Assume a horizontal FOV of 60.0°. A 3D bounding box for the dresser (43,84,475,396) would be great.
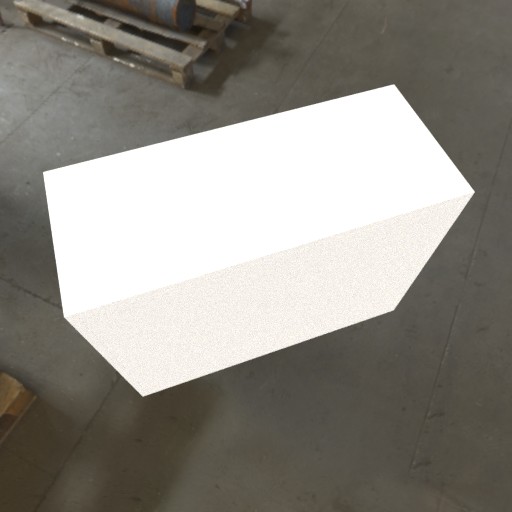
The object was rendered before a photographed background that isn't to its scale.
[{"bbox_3d":[0.000,0.000,1.577,1.100,0.820,0.460,-17,62,-9],"label":"dresser"}]
